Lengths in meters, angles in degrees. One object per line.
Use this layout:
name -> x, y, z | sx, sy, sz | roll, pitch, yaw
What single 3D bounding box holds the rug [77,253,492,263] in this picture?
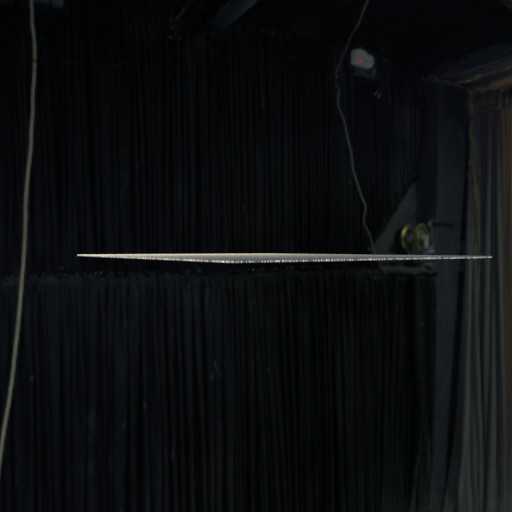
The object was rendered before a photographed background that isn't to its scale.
rug -> 0.000, 0.000, 3.879 | 2.315, 0.015, 2.932 | -1, 1, -35
